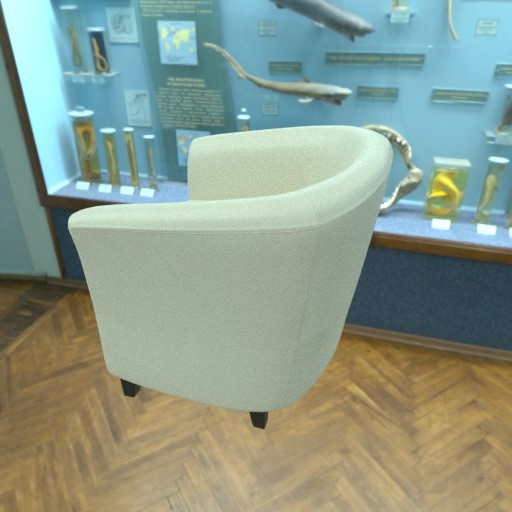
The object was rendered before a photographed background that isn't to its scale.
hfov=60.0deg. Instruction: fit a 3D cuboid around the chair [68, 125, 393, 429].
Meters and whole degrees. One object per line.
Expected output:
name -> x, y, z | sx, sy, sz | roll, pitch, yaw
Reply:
chair -> 0.000, 0.000, 1.390 | 0.727, 0.756, 0.792 | 8, 30, 15
